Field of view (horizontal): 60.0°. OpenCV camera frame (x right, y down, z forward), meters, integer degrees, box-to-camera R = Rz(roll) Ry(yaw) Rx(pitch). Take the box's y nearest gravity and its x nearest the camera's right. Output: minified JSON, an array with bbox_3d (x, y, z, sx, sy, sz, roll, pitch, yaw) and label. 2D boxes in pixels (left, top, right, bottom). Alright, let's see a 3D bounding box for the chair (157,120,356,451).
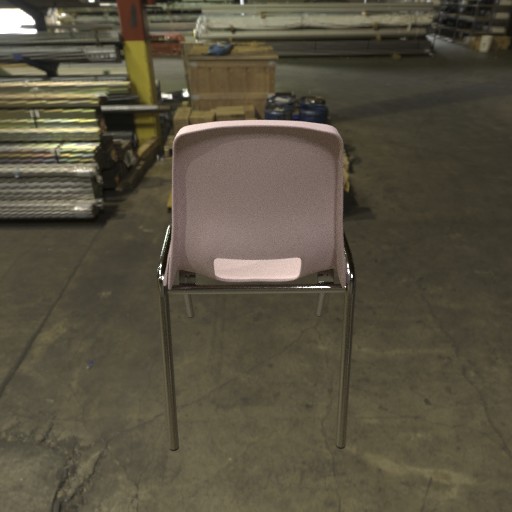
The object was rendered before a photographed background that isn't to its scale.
[{"bbox_3d":[0.000,0.000,0.901,0.381,0.653,0.436,0,32,-1],"label":"chair"}]
